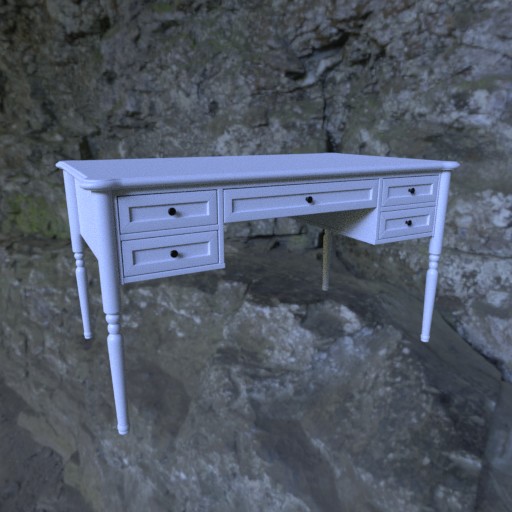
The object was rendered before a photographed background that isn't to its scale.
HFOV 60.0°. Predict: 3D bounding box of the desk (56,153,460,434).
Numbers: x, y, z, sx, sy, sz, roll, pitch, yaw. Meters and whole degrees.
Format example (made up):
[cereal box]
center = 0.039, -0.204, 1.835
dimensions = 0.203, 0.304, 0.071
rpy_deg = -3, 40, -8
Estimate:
[desk]
center = 0.000, 0.000, 1.820
dimensions = 1.380, 0.762, 0.807
rpy_deg = -8, 18, -27
